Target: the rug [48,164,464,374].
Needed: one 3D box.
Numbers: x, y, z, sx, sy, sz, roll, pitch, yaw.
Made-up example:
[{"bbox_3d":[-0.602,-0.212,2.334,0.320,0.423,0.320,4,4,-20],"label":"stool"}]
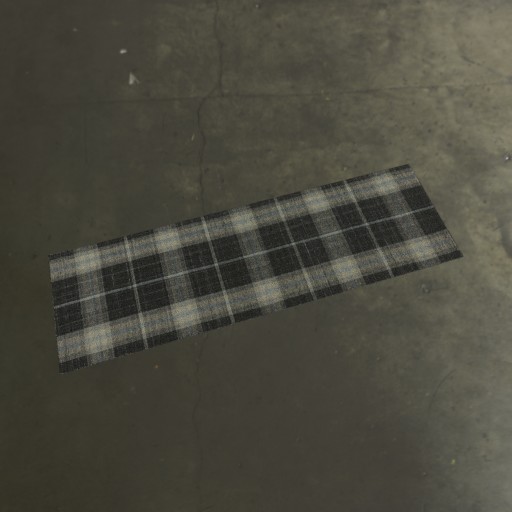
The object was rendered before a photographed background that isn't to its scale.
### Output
[{"bbox_3d":[0.000,0.000,2.712,2.434,0.012,0.760,-15,63,-8],"label":"rug"}]
